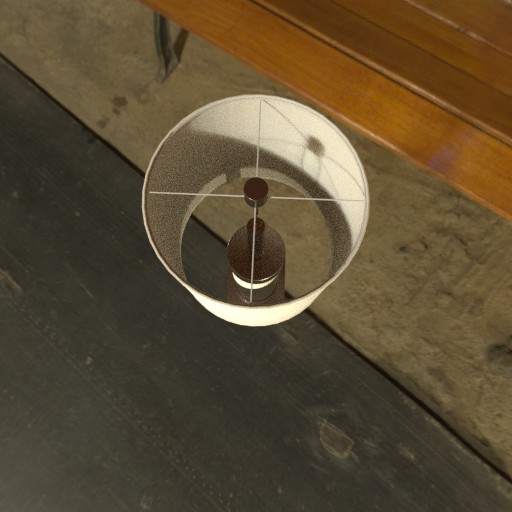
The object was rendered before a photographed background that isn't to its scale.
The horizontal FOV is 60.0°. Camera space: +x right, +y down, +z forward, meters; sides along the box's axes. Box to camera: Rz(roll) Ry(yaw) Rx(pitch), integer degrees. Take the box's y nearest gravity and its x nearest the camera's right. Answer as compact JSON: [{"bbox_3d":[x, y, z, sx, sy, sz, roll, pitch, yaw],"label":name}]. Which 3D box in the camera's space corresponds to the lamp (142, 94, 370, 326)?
[{"bbox_3d":[0.000,0.000,0.625,0.202,0.509,0.202,2,77,1],"label":"lamp"}]
